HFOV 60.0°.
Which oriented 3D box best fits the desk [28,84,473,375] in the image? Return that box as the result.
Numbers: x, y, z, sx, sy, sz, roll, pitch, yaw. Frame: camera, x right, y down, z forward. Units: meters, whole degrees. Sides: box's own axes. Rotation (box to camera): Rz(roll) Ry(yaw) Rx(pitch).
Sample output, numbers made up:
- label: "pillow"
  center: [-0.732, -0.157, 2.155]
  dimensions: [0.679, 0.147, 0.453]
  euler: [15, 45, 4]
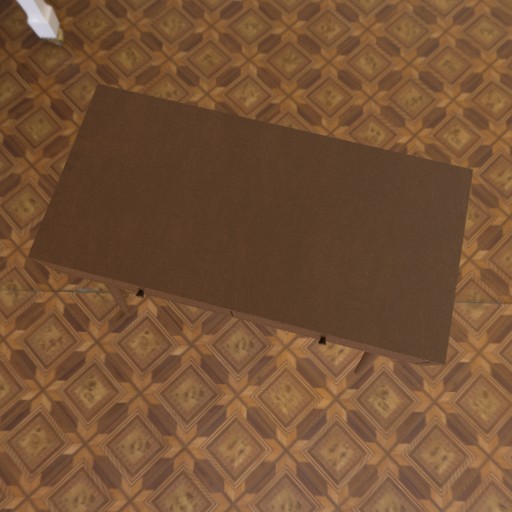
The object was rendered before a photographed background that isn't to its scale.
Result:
- label: "desk"
  center: [0.000, 0.000, 1.396]
  dimensions: [0.949, 0.758, 0.510]
  euler: [14, 75, 4]
